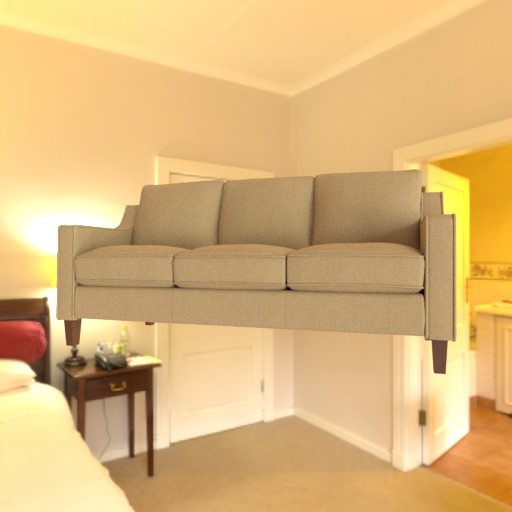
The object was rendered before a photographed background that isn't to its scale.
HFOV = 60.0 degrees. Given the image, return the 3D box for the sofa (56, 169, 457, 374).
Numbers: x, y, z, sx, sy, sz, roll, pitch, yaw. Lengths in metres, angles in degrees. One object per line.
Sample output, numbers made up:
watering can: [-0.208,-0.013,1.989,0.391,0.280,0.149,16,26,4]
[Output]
sofa: [0.000,0.000,2.497,1.986,0.974,0.911,0,0,18]
